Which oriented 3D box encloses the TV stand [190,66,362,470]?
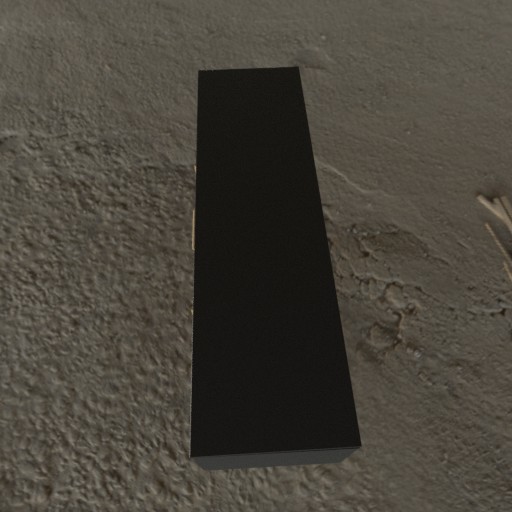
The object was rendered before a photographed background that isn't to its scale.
[{"bbox_3d":[0.000,0.000,1.518,0.390,0.518,1.312,-3,59,-2],"label":"TV stand"}]
